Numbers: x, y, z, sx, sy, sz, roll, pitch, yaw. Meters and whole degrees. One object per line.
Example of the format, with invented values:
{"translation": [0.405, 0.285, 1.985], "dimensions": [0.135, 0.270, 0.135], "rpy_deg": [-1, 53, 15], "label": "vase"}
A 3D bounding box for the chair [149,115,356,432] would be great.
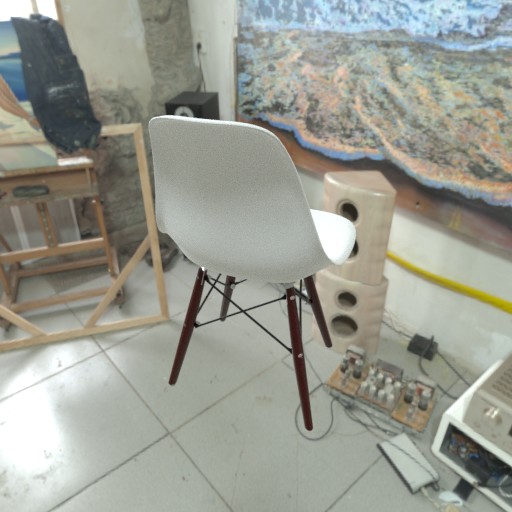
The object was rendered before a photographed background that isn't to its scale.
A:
{"translation": [0.000, 0.000, 1.141], "dimensions": [0.470, 0.826, 0.533], "rpy_deg": [11, 34, 17], "label": "chair"}
